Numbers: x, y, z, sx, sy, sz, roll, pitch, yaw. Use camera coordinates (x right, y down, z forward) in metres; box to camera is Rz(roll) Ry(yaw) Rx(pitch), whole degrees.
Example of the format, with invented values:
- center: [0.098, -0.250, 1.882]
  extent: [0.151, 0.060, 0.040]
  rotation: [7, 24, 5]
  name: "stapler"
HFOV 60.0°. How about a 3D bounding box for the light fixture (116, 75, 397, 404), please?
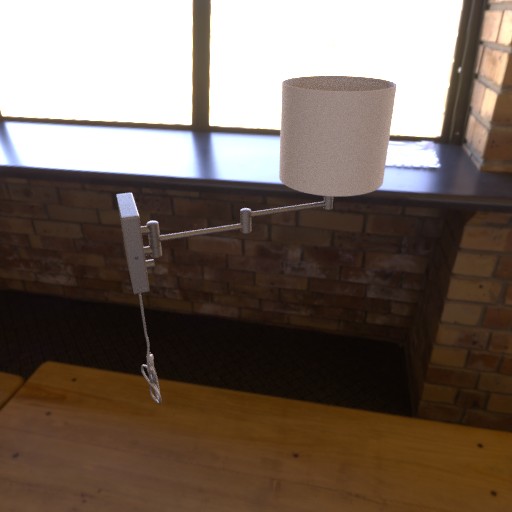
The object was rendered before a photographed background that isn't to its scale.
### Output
- center: [0.000, 0.000, 0.905]
  extent: [0.516, 0.651, 0.203]
  rotation: [-10, 30, -17]
  name: "light fixture"
